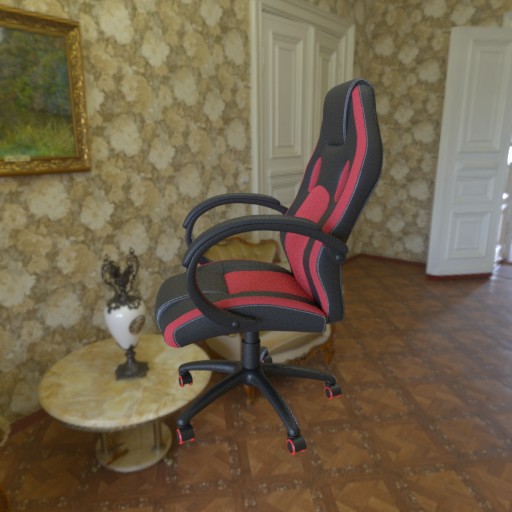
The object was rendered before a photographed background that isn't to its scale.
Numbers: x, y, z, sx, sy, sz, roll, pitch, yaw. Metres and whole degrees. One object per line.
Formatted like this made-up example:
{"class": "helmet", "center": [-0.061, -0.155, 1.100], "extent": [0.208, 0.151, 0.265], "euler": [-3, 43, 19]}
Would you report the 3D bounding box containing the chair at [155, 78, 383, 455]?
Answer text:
{"class": "chair", "center": [0.000, 0.000, 1.594], "extent": [0.724, 1.187, 0.673], "euler": [-2, 14, -9]}
